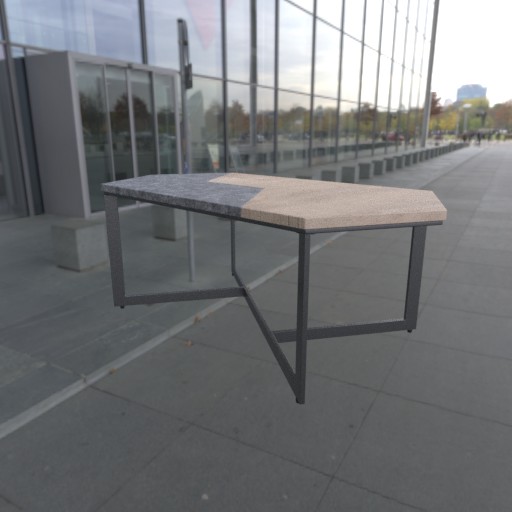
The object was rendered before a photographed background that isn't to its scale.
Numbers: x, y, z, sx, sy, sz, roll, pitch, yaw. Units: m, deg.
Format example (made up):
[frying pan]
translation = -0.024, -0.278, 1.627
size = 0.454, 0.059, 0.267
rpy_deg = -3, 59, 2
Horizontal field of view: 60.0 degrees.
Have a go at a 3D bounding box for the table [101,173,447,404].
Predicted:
[table]
translation = 0.000, 0.000, 1.480
size = 1.219, 0.457, 0.609
rpy_deg = 15, 21, 43
